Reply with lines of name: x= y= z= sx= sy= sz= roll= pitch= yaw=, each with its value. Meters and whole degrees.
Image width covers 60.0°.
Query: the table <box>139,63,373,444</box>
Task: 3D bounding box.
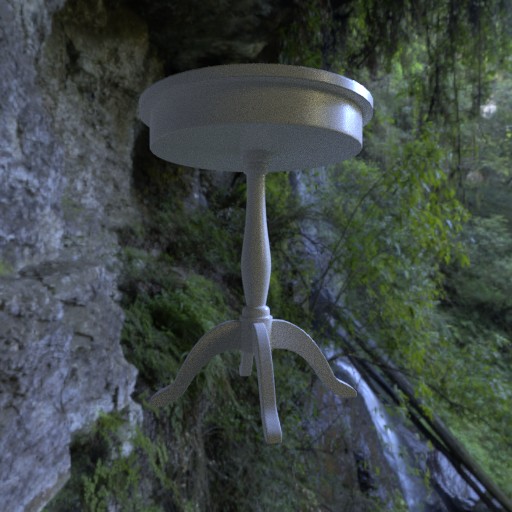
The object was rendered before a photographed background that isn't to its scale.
table: x=0.000 y=0.000 z=1.004 sx=0.513 sy=0.653 sz=0.513 roll=0 pitch=0 yaw=0
